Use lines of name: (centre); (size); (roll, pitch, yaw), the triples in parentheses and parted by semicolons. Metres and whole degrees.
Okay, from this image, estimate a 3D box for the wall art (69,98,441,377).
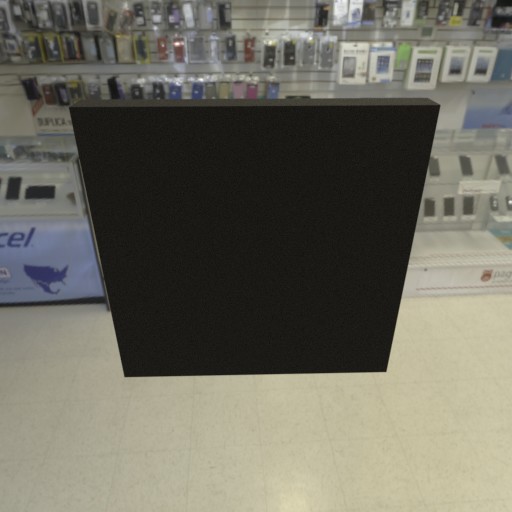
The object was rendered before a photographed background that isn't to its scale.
wall art: (0.000, 0.000, 0.456); (0.308, 0.305, 0.030); (-1, 30, -1)
